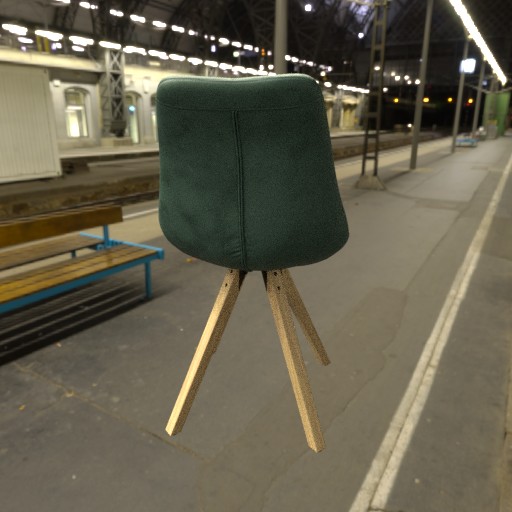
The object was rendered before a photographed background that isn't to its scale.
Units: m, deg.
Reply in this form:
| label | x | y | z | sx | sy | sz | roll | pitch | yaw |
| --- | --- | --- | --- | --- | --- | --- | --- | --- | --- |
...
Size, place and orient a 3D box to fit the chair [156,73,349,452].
| label | x | y | z | sx | sy | sz | roll | pitch | yaw |
| --- | --- | --- | --- | --- | --- | --- | --- | --- | --- |
| chair | 0.000 | 0.000 | 1.196 | 0.483 | 0.865 | 0.547 | 3 | 17 | 9 |
